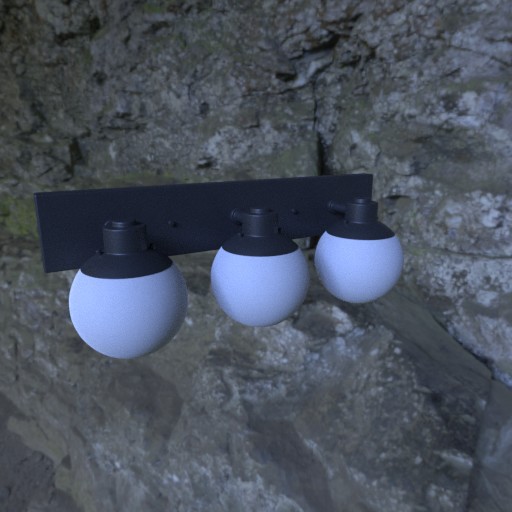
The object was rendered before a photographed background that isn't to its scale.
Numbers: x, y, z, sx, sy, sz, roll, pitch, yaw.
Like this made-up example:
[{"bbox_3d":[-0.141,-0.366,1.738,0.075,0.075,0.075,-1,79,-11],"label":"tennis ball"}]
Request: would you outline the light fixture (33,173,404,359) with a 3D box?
[{"bbox_3d":[0.000,0.000,0.845,0.721,0.263,0.218,-9,18,-28],"label":"light fixture"}]
